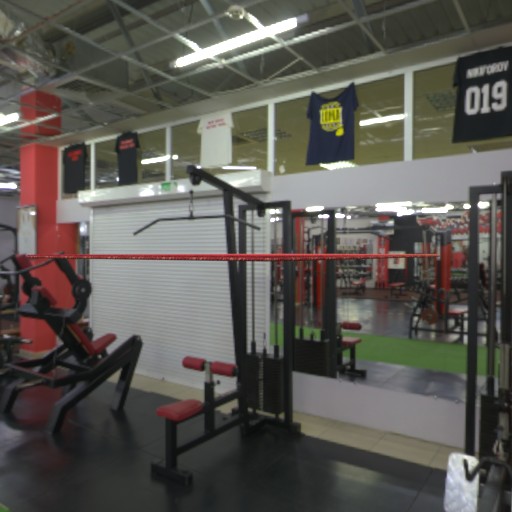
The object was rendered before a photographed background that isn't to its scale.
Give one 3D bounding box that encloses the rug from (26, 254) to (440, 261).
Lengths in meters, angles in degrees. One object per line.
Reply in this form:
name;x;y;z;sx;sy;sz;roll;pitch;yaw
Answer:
rug;0.000;0.000;3.894;2.340;0.028;2.905;0;1;37
